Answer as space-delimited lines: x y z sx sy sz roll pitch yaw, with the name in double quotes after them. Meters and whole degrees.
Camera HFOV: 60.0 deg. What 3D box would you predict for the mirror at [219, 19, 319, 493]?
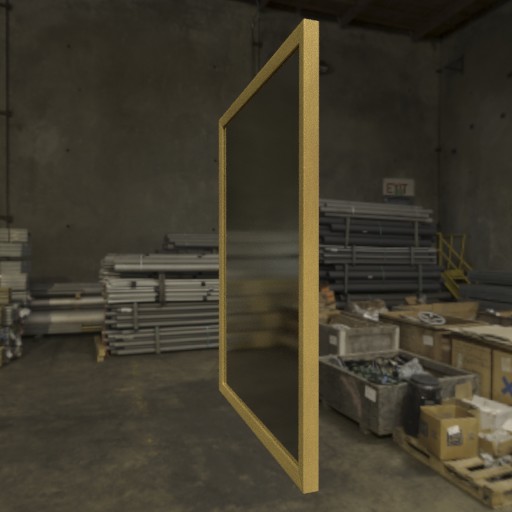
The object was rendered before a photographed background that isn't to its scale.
0.000 0.000 1.315 0.040 1.016 0.762 0 0 -18 "mirror"
